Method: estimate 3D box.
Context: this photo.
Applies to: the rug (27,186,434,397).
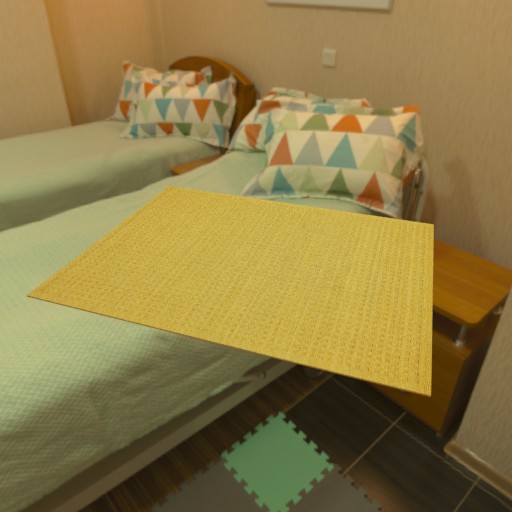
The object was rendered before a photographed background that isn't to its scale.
[{"bbox_3d":[0.000,0.000,4.293,3.242,0.015,2.486,10,33,16],"label":"rug"}]
